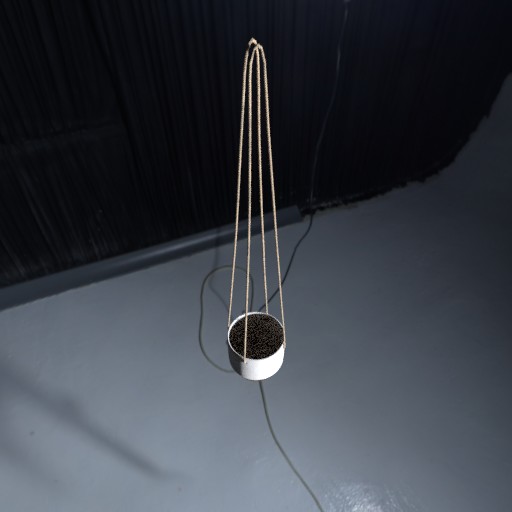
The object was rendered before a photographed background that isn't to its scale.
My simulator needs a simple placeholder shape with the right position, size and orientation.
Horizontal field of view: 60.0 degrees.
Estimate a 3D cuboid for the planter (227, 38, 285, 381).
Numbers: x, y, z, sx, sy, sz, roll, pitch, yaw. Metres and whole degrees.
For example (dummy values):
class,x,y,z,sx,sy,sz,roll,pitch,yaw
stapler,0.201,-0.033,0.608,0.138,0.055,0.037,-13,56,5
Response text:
class,x,y,z,sx,sy,sz,roll,pitch,yaw
planter,0.000,0.000,0.903,0.146,0.841,0.146,-18,49,-16
